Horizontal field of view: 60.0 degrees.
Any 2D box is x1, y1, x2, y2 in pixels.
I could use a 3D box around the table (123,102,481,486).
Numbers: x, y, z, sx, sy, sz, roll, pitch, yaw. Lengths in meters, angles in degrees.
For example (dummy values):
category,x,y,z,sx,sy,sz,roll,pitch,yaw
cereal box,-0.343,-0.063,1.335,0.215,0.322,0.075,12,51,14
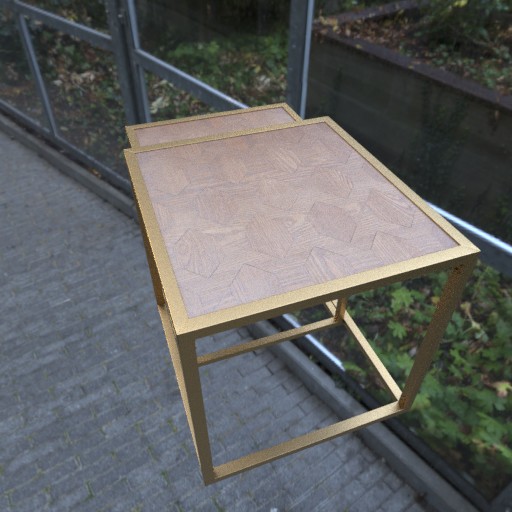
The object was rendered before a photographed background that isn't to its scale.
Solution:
category,x,y,z,sx,sy,sz,roll,pitch,yaw
table,0.000,0.000,1.090,0.505,0.505,0.762,-14,43,-15
